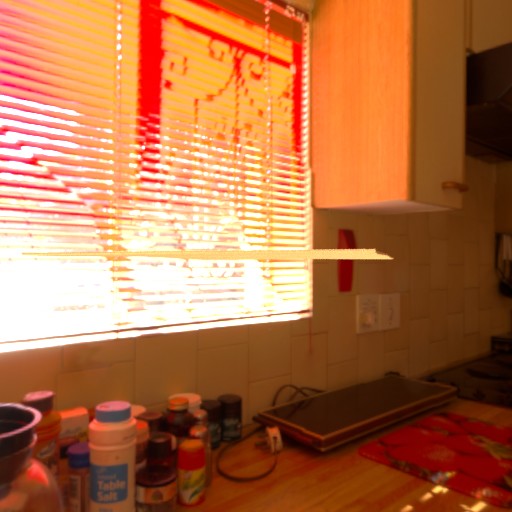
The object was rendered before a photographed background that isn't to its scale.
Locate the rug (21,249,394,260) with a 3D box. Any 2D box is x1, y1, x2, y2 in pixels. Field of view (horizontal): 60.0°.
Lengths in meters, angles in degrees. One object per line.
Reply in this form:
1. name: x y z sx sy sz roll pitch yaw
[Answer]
1. rug: 0.000 0.000 4.240 2.434 0.045 3.202 0 -1 19
